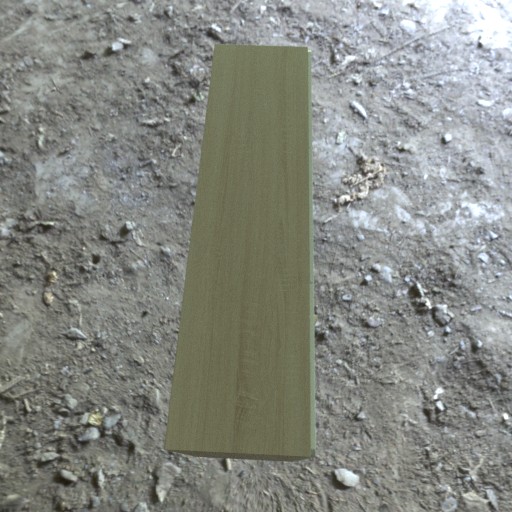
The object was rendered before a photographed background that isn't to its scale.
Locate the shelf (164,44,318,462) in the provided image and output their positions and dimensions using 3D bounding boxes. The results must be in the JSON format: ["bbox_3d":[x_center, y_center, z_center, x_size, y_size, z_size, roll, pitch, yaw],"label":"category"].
[{"bbox_3d":[0.000,0.000,1.795,0.400,0.780,1.490,2,64,1],"label":"shelf"}]
